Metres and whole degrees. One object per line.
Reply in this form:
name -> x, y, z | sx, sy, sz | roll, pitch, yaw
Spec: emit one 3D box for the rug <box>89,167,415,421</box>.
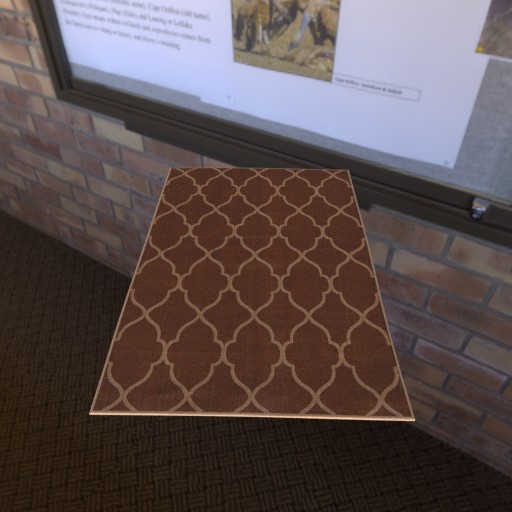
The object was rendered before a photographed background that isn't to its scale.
rug -> 0.000, 0.000, 2.919 | 1.526, 0.014, 2.290 | 1, 41, 1
